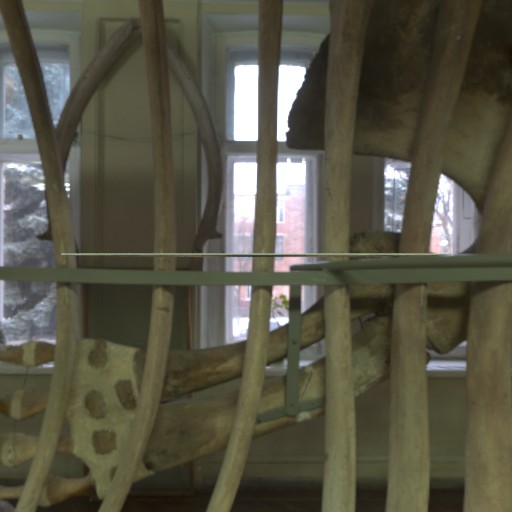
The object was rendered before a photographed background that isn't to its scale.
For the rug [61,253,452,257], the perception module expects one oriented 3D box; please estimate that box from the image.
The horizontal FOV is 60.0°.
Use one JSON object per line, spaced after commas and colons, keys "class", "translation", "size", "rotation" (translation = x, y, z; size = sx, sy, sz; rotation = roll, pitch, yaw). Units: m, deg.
{"class": "rug", "translation": [0.000, 0.000, 2.314], "size": [1.234, 0.006, 1.854], "rotation": [0, 0, 0]}
